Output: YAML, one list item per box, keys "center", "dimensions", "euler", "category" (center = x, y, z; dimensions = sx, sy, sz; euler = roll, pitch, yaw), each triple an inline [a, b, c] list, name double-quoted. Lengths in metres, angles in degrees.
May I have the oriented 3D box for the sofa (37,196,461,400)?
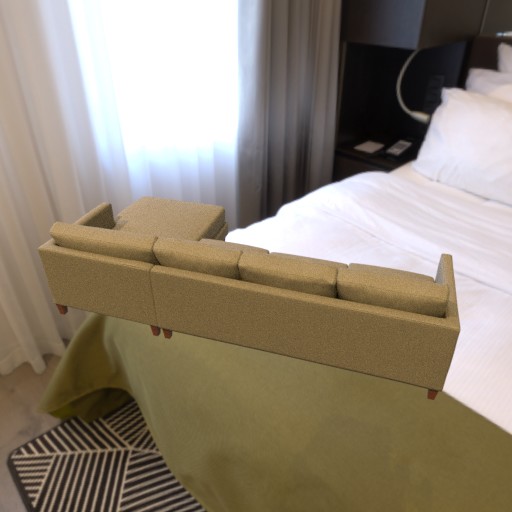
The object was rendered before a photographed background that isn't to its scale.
- center: [0.000, 0.000, 3.912]
  dimensions: [3.186, 0.861, 1.625]
  euler: [10, 34, 15]
  category: "sofa"
